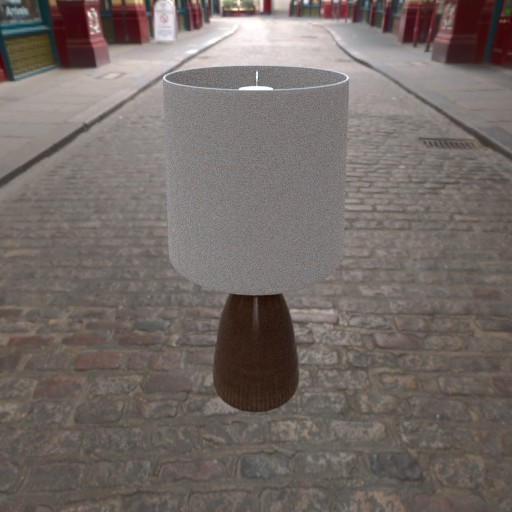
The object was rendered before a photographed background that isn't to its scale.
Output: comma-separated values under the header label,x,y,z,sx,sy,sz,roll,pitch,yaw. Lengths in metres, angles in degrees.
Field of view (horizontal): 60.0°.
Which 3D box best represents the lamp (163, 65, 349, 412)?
label,x,y,z,sx,sy,sz,roll,pitch,yaw
lamp,0.000,0.000,0.486,0.186,0.369,0.186,0,29,0
